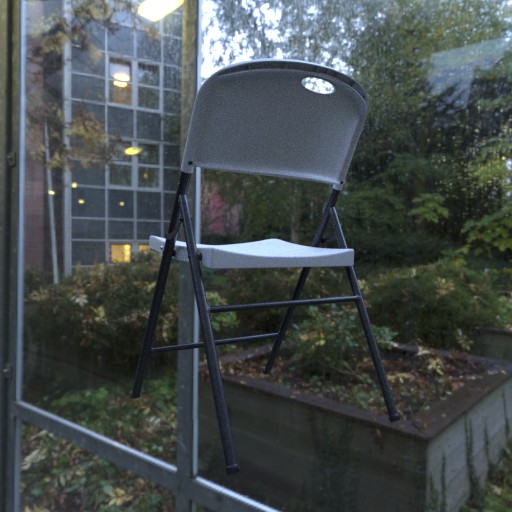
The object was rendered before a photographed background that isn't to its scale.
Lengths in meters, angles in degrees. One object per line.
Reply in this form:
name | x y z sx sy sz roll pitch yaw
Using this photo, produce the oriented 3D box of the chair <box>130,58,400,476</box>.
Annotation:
chair | 0.000 0.000 1.169 0.494 0.810 0.566 0 0 -34
